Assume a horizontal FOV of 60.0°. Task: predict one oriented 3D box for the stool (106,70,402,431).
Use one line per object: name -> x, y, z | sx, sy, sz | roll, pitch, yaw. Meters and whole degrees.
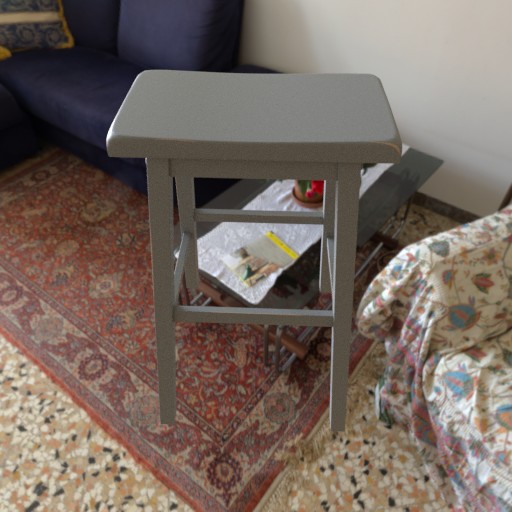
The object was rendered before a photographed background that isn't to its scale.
stool -> 0.000, 0.000, 1.001 | 0.457, 0.737, 0.476 | 2, 46, 2
